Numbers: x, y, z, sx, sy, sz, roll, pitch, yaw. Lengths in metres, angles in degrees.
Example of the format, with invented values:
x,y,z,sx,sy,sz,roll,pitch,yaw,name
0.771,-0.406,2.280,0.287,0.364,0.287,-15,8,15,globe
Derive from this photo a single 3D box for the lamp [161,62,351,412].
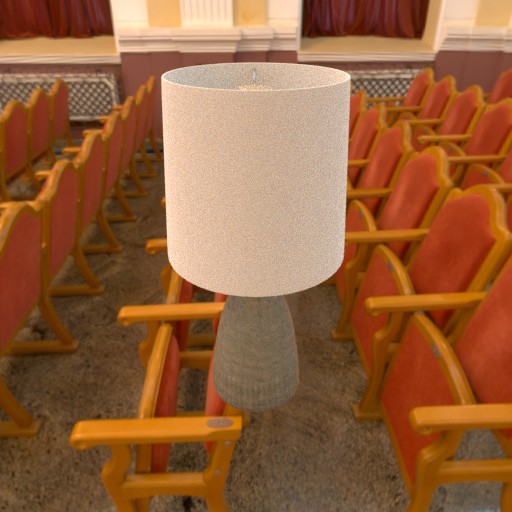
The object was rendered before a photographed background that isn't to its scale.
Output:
x,y,z,sx,sy,sz,roll,pitch,yaw,name
0.000,0.000,0.482,0.186,0.369,0.186,0,30,0,lamp
